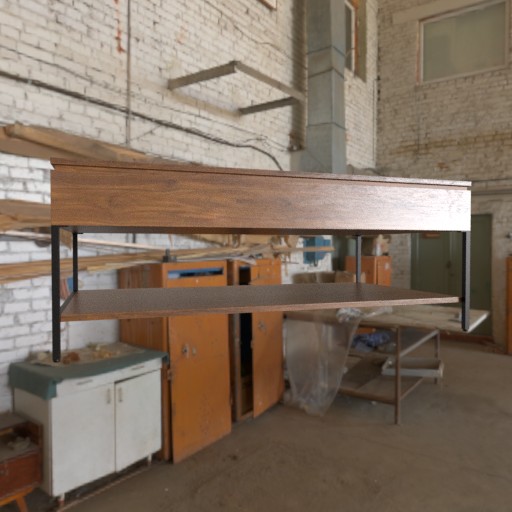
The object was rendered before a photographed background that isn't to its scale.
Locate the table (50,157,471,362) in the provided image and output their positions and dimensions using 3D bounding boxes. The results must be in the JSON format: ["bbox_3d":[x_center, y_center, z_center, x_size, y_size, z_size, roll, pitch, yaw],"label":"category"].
[{"bbox_3d":[0.000,0.000,1.328,1.057,0.414,0.574,0,1,-18],"label":"table"}]
